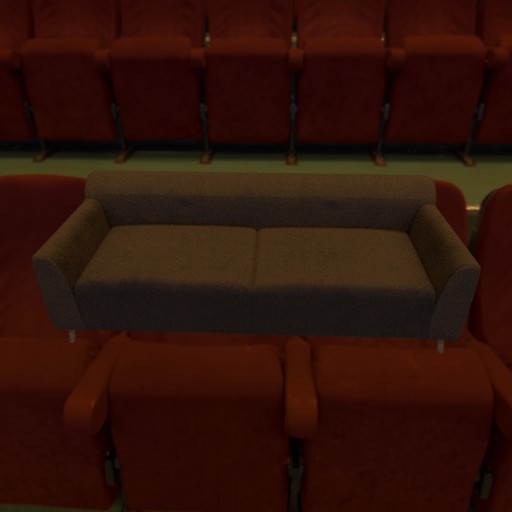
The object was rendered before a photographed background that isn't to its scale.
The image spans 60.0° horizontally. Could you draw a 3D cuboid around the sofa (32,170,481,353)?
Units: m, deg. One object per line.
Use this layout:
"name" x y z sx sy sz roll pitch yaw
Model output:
"sofa" 0.000 0.000 2.623 2.190 0.740 0.900 1 31 2
